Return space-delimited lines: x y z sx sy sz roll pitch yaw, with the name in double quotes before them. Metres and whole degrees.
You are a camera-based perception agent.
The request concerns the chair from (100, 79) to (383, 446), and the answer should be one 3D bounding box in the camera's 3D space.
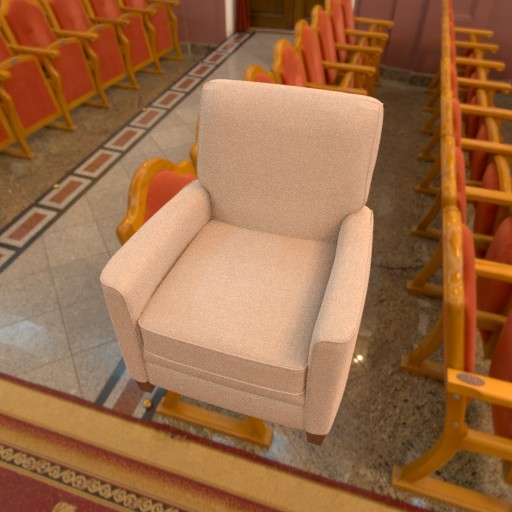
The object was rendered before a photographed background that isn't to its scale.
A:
"chair" 0.000 0.000 1.661 0.841 1.023 0.858 12 42 14
